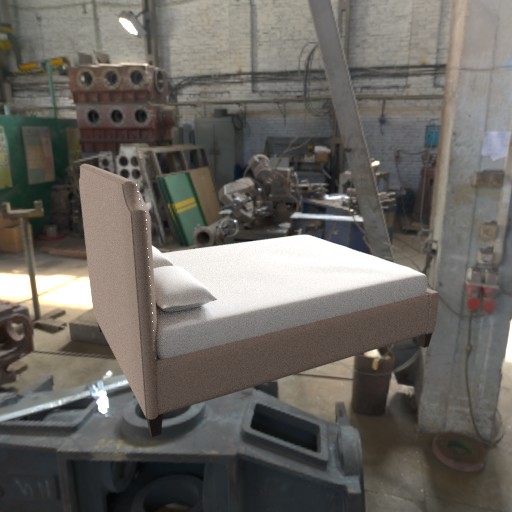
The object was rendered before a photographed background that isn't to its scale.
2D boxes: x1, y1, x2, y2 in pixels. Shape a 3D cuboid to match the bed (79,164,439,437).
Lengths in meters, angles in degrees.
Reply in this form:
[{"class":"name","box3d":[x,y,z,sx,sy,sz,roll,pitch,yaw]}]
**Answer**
[{"class":"bed","box3d":[0.000,0.000,3.547,2.372,1.443,1.713,-9,18,-28]}]
